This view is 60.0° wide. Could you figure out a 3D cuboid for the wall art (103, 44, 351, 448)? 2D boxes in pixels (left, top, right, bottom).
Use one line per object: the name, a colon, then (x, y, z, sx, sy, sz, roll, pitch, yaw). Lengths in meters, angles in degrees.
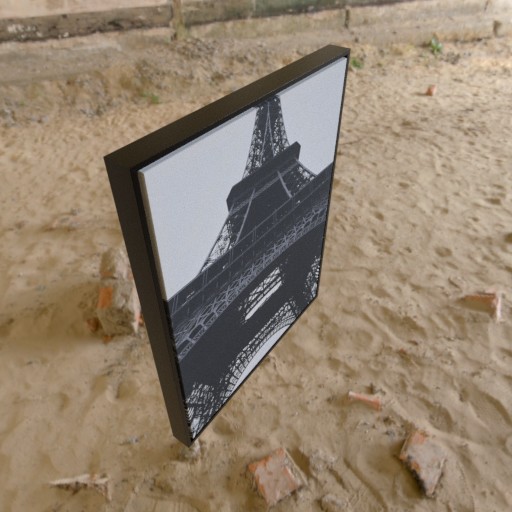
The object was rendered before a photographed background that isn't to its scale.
wall art: (0.000, 0.000, 0.738, 0.039, 0.553, 0.451, 25, 47, 26)
